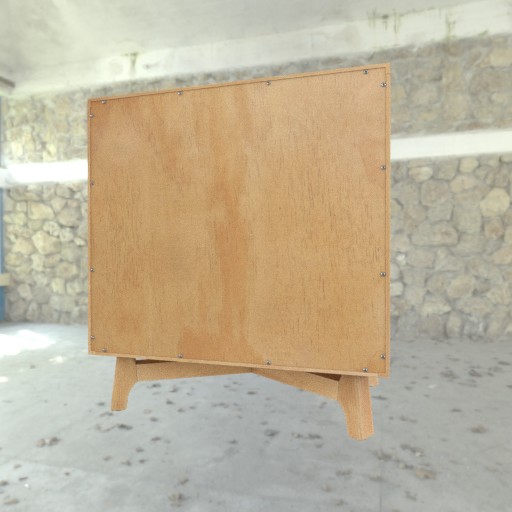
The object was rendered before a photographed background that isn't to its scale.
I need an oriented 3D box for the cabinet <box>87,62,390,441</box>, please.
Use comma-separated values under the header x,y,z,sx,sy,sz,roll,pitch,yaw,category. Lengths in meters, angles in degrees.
x,y,z,sx,sy,sz,roll,pitch,yaw,category
0.000,0.000,0.952,0.551,0.599,0.394,0,0,17,cabinet
